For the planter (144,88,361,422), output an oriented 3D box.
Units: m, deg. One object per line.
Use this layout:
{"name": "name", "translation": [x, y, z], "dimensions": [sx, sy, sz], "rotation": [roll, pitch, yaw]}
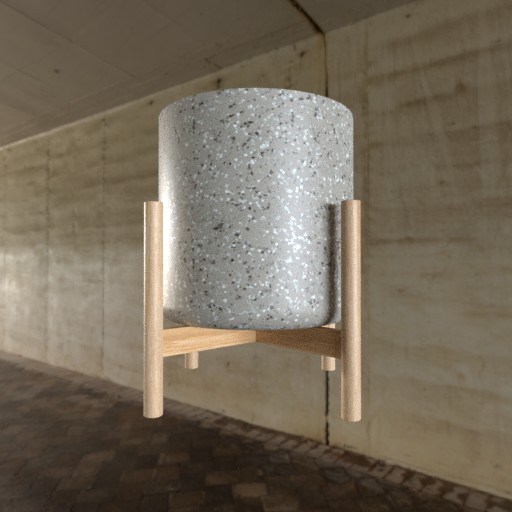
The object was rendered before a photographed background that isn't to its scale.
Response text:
{"name": "planter", "translation": [0.000, 0.000, 0.704], "dimensions": [0.360, 0.419, 0.360], "rotation": [0, -1, -20]}
